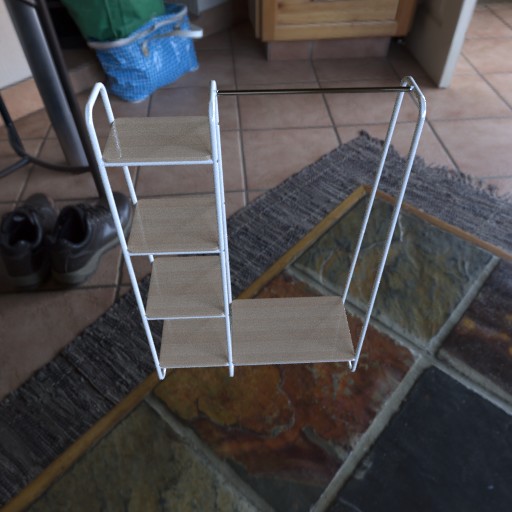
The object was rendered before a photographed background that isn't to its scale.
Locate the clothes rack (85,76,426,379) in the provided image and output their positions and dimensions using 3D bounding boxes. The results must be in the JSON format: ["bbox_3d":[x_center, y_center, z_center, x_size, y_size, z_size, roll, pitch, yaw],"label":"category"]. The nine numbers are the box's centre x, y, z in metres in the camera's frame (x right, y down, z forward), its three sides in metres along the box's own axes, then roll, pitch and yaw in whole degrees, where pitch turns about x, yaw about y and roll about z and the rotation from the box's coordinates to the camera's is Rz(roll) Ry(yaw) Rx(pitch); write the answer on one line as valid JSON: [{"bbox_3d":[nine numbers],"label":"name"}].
[{"bbox_3d":[0.000,0.000,1.904,1.011,1.500,0.400,-2,47,-2],"label":"clothes rack"}]
